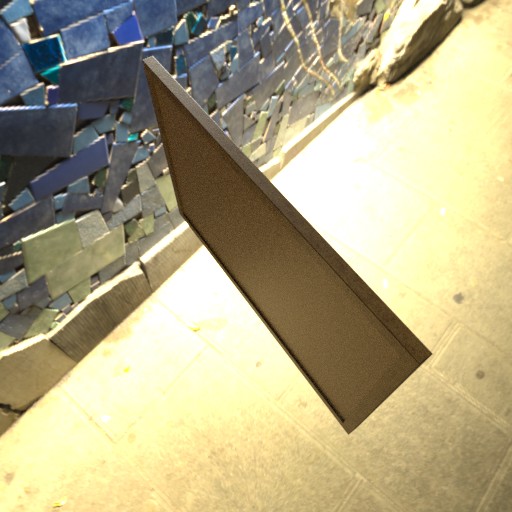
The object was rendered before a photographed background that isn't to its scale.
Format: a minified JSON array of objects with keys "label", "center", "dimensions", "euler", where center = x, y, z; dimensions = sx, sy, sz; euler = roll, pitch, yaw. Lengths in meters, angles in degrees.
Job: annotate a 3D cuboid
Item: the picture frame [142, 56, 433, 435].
[{"label":"picture frame","center":[0.000,0.000,1.151],"dimensions":[0.029,0.621,0.922],"euler":[-31,64,-17]}]
